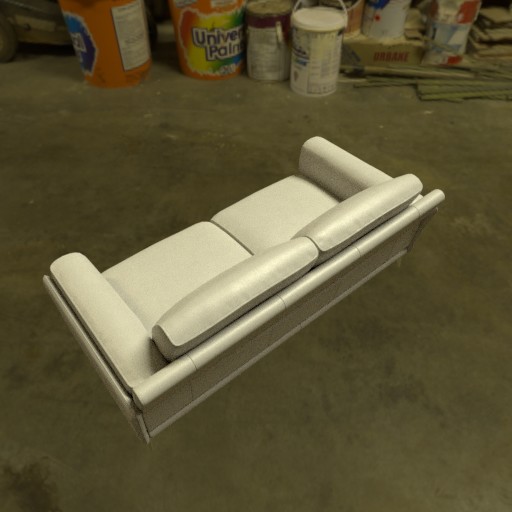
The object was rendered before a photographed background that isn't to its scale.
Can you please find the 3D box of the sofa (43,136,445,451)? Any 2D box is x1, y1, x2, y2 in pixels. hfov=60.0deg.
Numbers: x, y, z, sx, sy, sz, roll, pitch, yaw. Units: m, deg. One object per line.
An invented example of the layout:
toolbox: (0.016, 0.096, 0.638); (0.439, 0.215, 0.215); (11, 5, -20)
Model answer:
sofa: (0.000, 0.000, 2.600); (2.101, 0.930, 1.049); (-31, 53, -26)
